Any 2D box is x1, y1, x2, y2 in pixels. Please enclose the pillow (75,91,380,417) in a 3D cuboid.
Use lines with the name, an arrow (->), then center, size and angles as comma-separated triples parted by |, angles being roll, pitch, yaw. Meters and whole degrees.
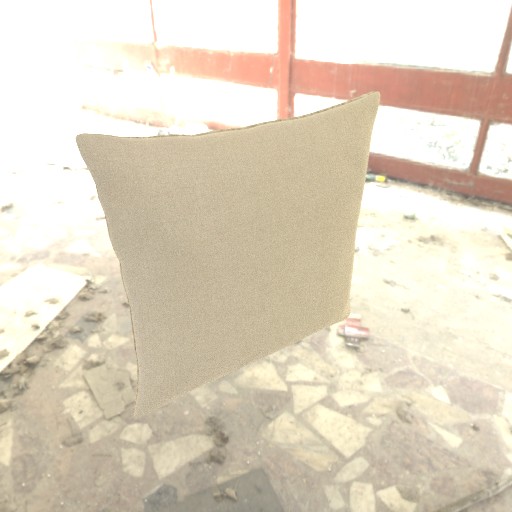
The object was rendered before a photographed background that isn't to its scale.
pillow -> 0.000, 0.000, 0.785 | 0.523, 0.510, 0.166 | -18, 35, -28
